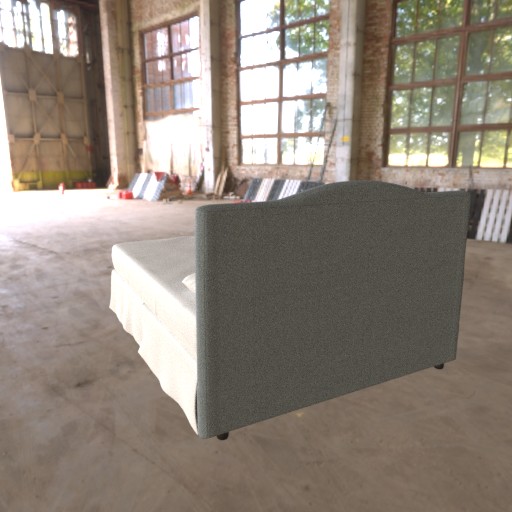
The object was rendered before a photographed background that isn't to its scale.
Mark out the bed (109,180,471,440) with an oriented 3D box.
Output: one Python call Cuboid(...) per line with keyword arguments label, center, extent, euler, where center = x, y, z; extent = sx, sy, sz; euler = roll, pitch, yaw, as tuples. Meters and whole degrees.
Cuboid(label="bed", center=(0.000, 0.000, 3.951), extent=(2.161, 1.457, 2.689), euler=(-7, 15, -28))
